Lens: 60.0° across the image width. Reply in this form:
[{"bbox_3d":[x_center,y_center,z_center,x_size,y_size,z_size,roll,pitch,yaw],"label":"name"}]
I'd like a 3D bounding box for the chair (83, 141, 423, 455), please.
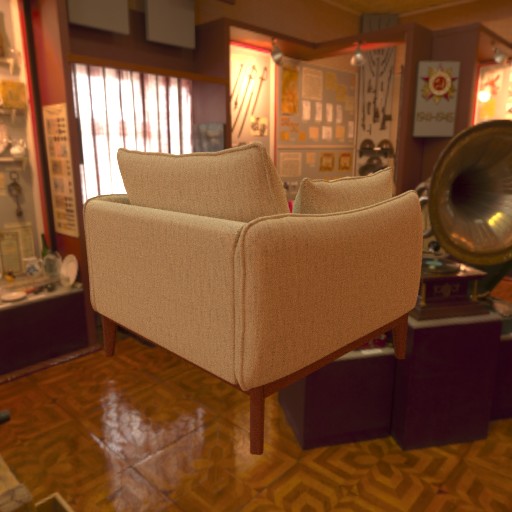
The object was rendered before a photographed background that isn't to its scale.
[{"bbox_3d":[0.000,0.000,1.764,0.994,0.855,0.991,13,18,44],"label":"chair"}]
